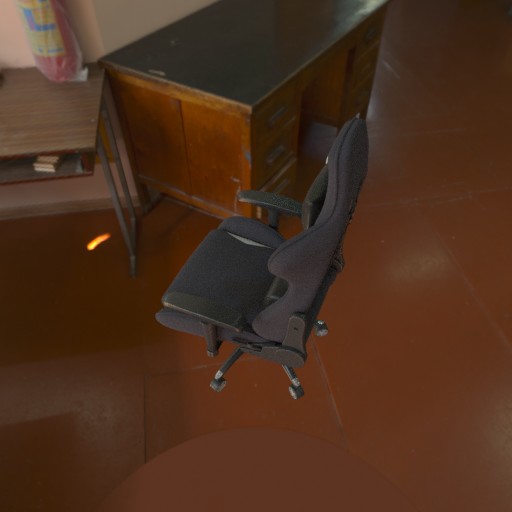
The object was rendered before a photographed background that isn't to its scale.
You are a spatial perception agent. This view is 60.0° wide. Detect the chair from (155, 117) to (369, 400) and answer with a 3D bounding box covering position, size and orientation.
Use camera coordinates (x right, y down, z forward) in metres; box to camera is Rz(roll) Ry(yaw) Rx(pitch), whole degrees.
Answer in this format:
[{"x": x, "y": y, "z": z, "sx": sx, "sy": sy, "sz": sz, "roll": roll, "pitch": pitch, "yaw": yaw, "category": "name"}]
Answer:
[{"x": 0.000, "y": 0.000, "z": 1.794, "sx": 0.695, "sy": 1.300, "sz": 0.730, "roll": 18, "pitch": 50, "yaw": 16, "category": "chair"}]
